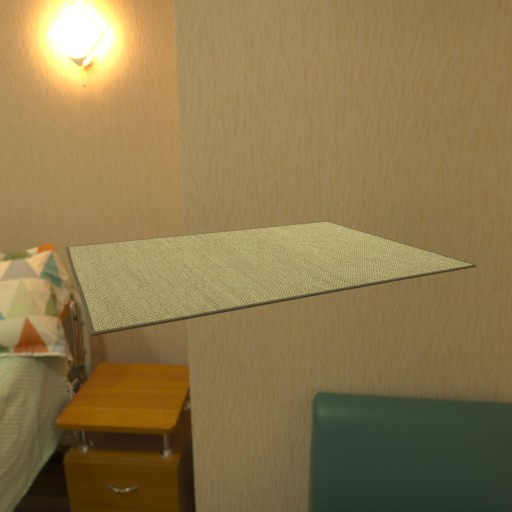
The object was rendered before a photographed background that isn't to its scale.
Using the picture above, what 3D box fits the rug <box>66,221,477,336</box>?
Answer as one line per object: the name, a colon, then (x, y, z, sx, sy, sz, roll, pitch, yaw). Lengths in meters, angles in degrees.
rug: (0.000, 0.000, 2.786, 2.133, 0.012, 1.523, -7, 17, -25)
